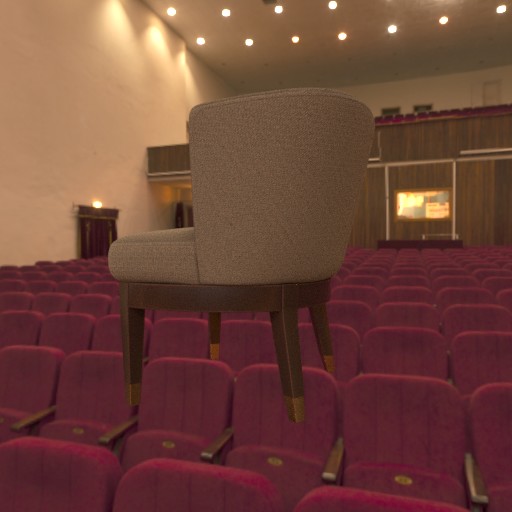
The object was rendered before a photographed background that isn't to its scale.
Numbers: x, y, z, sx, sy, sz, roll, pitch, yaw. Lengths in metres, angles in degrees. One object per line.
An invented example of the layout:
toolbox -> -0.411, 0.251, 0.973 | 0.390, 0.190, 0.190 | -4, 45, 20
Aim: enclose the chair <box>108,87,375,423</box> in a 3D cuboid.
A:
chair -> 0.000, 0.000, 1.286 | 0.660, 0.760, 0.700 | 0, 1, 19
